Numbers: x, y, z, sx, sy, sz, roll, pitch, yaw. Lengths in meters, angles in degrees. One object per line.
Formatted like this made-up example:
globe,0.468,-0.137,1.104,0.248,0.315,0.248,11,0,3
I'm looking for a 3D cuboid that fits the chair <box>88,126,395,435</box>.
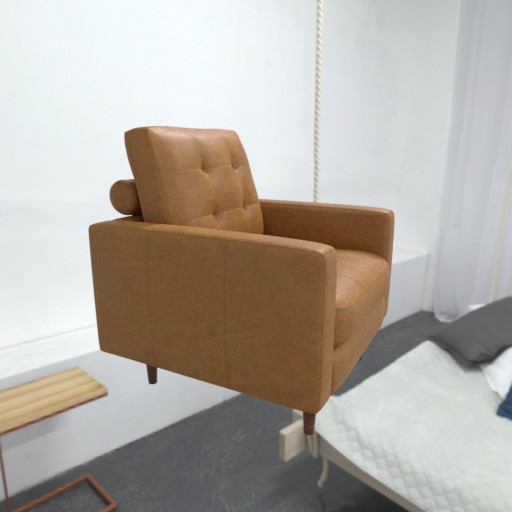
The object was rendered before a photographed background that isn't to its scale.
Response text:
chair,0.000,0.000,1.595,0.868,0.896,0.831,8,16,27
